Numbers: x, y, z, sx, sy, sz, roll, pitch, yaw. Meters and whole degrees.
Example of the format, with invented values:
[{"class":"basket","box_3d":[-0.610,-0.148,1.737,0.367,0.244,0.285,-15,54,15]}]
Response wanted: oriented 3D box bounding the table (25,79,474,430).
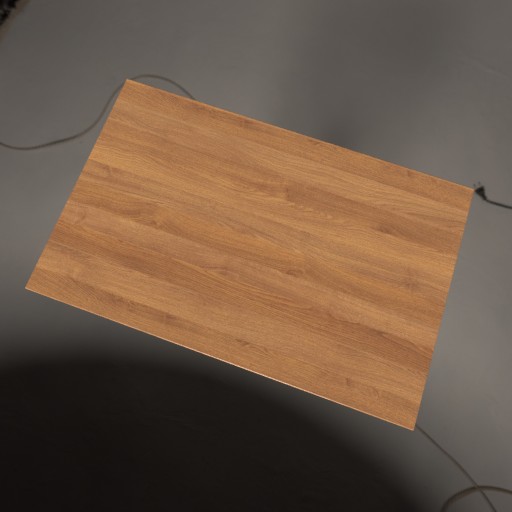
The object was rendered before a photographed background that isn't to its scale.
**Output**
[{"class":"table","box_3d":[0.000,0.000,1.468,1.100,0.442,0.700,19,77,5]}]
